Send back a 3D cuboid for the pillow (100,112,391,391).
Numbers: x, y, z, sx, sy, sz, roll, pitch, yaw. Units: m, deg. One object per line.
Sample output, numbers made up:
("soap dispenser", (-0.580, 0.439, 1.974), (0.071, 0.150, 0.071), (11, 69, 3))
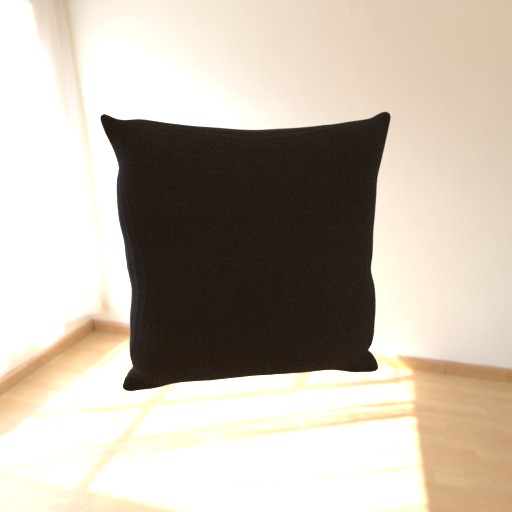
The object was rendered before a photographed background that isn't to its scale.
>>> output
("pillow", (0.000, 0.000, 0.705), (0.440, 0.441, 0.182), (-3, 15, -10))
